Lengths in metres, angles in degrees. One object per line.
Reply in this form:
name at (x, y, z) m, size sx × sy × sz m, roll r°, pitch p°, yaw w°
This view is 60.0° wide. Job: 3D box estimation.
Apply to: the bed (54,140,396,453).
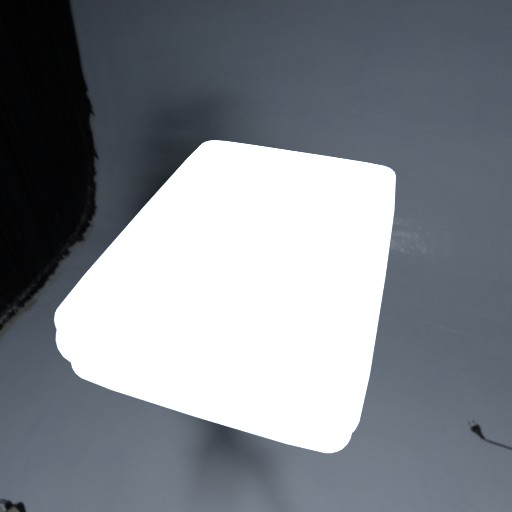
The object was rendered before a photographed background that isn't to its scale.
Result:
bed at (0.000, 0.000, 2.681) m, size 1.520 × 0.460 × 2.036 m, roll 12°, pitch 43°, yaw 13°
